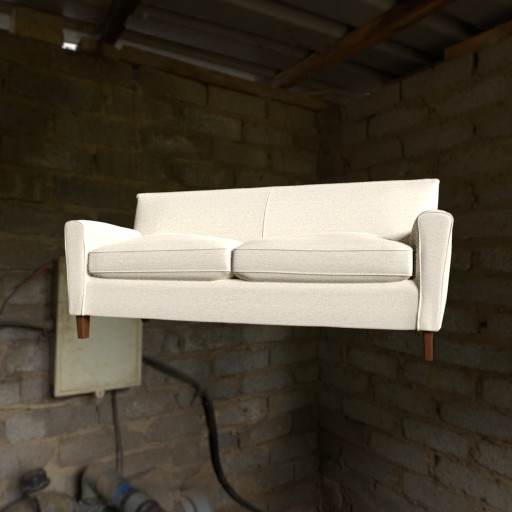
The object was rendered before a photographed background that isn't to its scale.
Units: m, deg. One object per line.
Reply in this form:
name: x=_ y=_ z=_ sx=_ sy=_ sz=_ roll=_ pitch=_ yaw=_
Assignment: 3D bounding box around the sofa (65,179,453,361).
sofa: x=0.000 y=0.000 z=2.507 sx=2.001 sy=0.907 sz=0.841 roll=0 pitch=0 yaw=17
